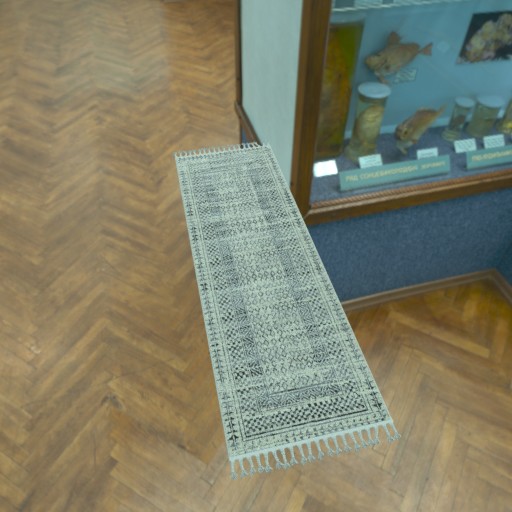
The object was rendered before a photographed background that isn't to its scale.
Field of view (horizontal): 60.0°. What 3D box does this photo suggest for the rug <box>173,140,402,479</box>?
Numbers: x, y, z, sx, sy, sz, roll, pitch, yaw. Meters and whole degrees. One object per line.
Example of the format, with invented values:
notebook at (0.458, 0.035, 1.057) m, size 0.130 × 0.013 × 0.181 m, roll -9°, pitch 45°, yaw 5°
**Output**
rug at (0.000, 0.000, 2.732) m, size 0.786 × 0.013 × 2.480 m, roll -10°, pitch 48°, yaw -9°
